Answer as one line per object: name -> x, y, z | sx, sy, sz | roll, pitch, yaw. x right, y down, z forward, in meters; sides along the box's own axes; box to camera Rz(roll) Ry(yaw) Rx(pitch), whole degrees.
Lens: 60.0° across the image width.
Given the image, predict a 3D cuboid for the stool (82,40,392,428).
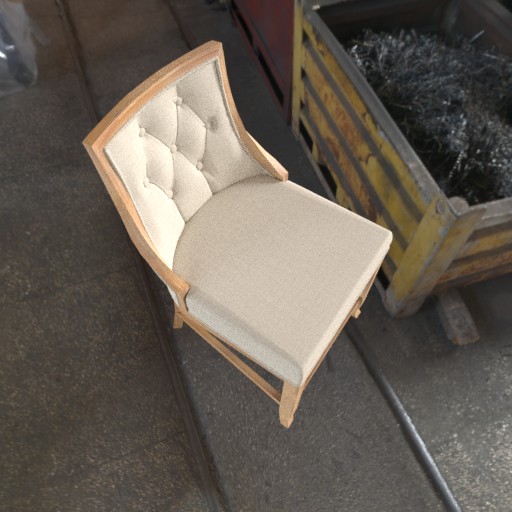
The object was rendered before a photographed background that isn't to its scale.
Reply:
stool -> 0.000, 0.000, 1.310 | 0.626, 0.938, 0.524 | 30, 63, 18
